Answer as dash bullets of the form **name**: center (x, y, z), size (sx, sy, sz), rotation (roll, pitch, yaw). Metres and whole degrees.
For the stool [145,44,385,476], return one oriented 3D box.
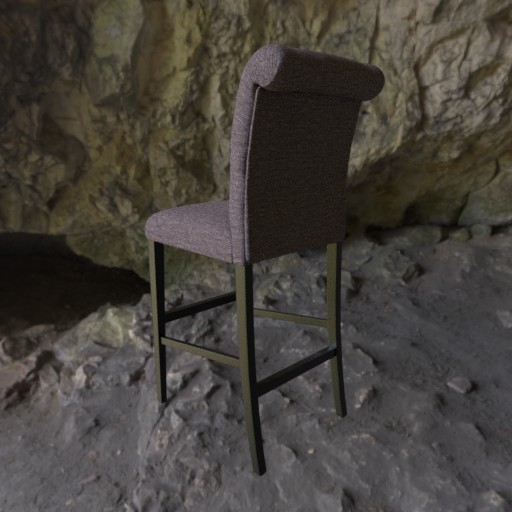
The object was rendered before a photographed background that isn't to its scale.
- **stool**: center (0.000, 0.000, 1.420), size (0.452, 1.131, 0.613), rotation (-13, 19, -42)
